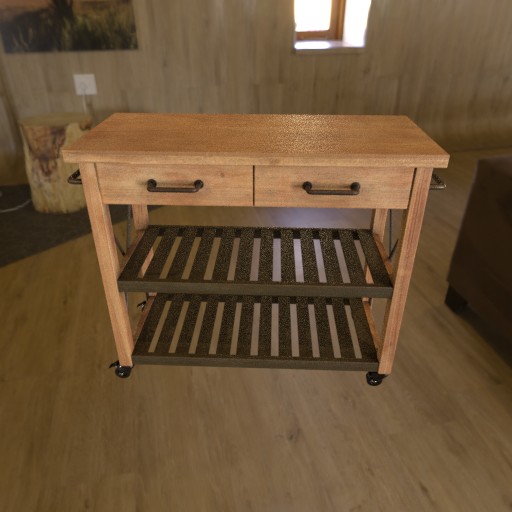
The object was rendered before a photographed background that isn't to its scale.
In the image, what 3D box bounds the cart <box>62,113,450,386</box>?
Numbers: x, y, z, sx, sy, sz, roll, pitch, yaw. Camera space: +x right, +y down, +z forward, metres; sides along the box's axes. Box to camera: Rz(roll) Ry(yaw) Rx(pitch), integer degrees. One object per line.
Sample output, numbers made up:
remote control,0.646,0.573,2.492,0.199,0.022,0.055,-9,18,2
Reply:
cart,0.000,0.000,0.992,0.686,0.554,0.298,1,30,2
